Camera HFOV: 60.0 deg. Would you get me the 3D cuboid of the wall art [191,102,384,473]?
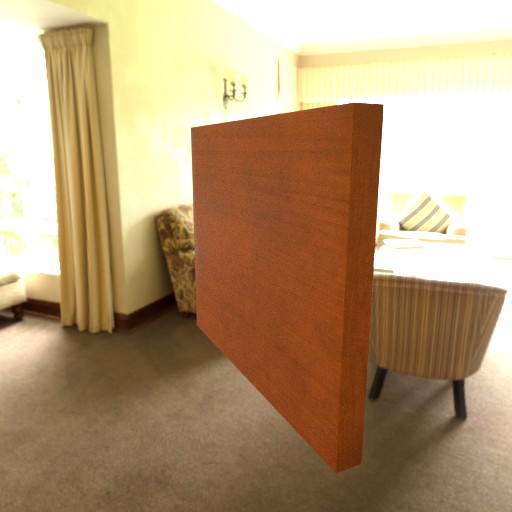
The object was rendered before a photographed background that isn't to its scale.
[{"bbox_3d":[0.000,0.000,0.556,0.030,0.328,0.401,-6,15,-25],"label":"wall art"}]
